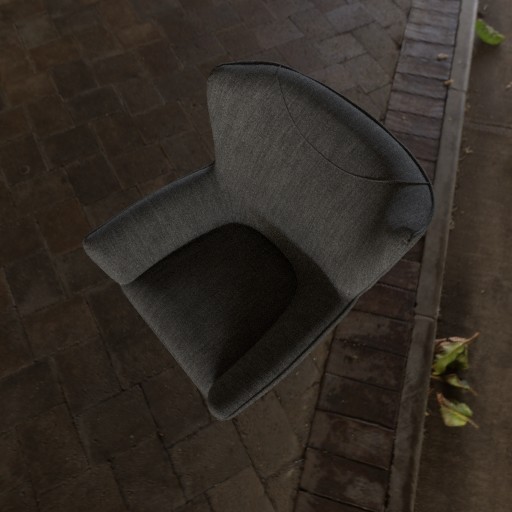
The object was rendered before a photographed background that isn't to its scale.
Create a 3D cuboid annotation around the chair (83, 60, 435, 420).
[{"bbox_3d":[0.000,0.000,1.557,0.888,0.933,0.781,-38,70,-17],"label":"chair"}]
